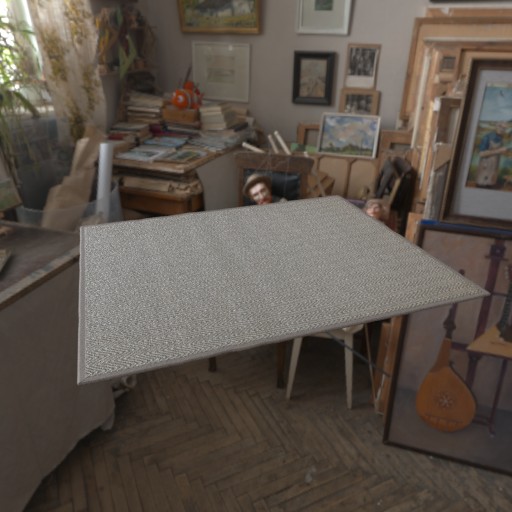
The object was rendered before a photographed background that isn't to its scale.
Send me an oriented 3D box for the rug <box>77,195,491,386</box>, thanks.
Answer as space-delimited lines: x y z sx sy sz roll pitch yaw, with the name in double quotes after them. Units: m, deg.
0.000 0.000 4.000 3.007 0.032 2.434 -9 28 -17 "rug"
